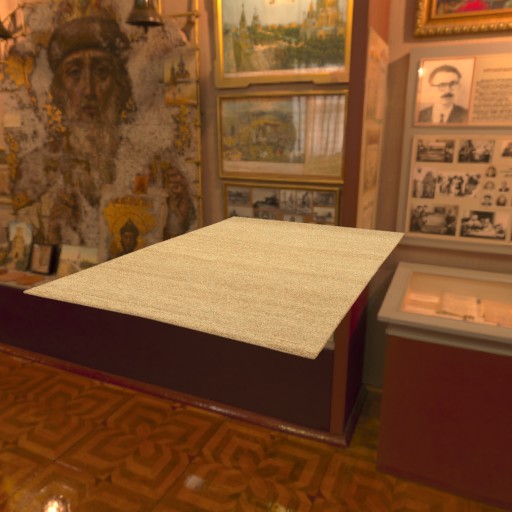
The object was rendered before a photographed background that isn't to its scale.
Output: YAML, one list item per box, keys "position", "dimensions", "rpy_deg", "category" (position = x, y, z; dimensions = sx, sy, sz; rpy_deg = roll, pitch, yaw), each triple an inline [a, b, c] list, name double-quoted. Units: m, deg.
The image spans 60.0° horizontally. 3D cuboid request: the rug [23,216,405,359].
- position: [0.000, 0.000, 2.963]
  dimensions: [1.596, 0.030, 2.283]
  rpy_deg: [8, 18, 25]
  category: "rug"
